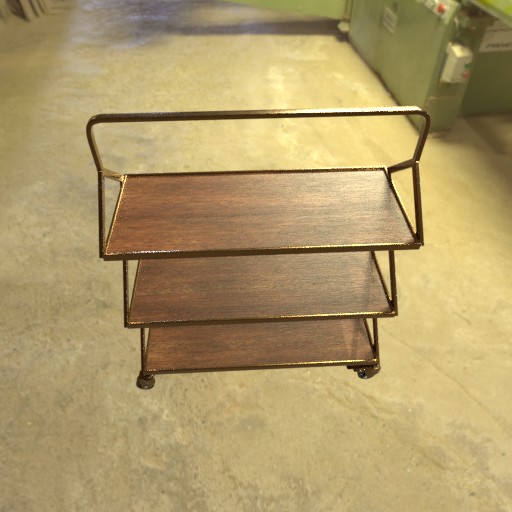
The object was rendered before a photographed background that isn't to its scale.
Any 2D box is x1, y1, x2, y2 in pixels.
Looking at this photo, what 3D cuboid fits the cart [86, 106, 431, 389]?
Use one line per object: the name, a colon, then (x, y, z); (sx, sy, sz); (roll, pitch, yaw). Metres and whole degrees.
cart: (0.000, 0.000, 1.155); (0.723, 0.805, 0.313); (-2, 45, -2)
